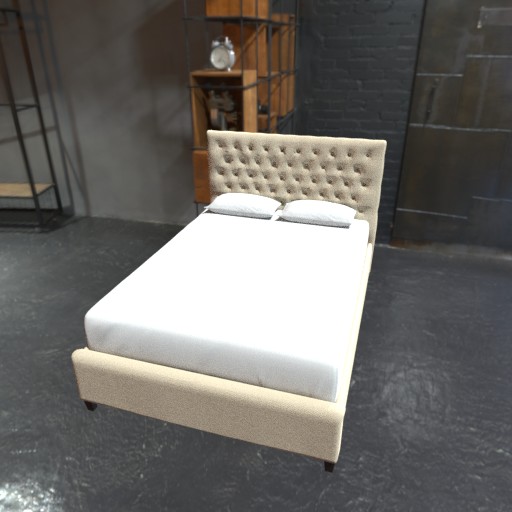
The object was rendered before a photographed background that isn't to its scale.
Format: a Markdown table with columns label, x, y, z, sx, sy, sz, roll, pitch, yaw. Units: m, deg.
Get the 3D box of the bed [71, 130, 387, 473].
| label | x | y | z | sx | sy | sz | roll | pitch | yaw |
| --- | --- | --- | --- | --- | --- | --- | --- | --- | --- |
| bed | 0.000 | 0.000 | 3.415 | 1.698 | 1.427 | 2.387 | 8 | 27 | 15 |
